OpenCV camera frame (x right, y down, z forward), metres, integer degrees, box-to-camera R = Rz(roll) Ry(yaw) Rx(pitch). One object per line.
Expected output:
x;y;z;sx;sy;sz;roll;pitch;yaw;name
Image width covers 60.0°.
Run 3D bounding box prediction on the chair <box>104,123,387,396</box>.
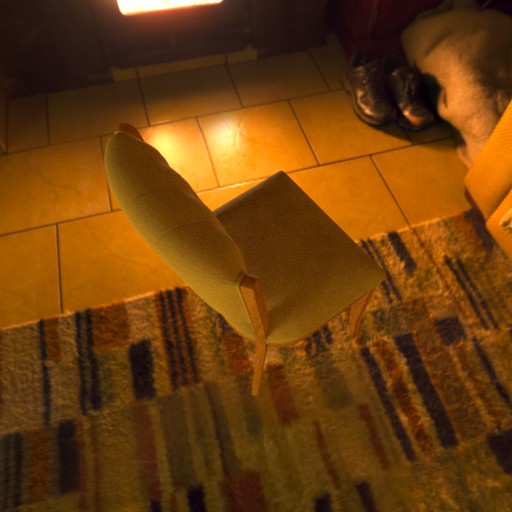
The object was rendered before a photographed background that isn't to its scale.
0.000;0.000;1.259;0.584;0.905;0.513;-32;63;-18;chair
